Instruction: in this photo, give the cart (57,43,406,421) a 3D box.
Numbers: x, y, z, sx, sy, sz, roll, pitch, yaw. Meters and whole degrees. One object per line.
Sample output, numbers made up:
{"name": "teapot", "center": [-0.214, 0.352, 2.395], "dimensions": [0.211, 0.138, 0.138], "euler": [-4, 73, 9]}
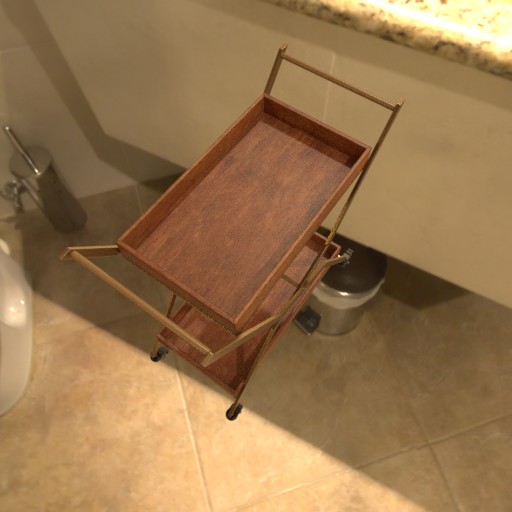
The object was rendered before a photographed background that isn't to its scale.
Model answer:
{"name": "cart", "center": [0.000, 0.000, 1.370], "dimensions": [0.405, 0.869, 0.836], "euler": [32, 67, 16]}
